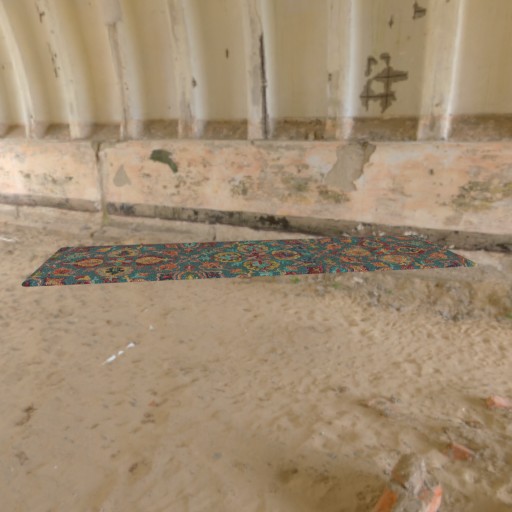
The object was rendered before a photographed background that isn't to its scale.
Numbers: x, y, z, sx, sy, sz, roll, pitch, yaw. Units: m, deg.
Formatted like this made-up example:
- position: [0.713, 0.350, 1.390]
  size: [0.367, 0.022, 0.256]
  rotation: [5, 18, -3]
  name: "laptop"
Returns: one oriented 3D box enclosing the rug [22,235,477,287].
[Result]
- position: [0.000, 0.000, 2.510]
  size: [2.286, 0.013, 0.686]
  rotation: [-2, 16, -8]
  name: "rug"
